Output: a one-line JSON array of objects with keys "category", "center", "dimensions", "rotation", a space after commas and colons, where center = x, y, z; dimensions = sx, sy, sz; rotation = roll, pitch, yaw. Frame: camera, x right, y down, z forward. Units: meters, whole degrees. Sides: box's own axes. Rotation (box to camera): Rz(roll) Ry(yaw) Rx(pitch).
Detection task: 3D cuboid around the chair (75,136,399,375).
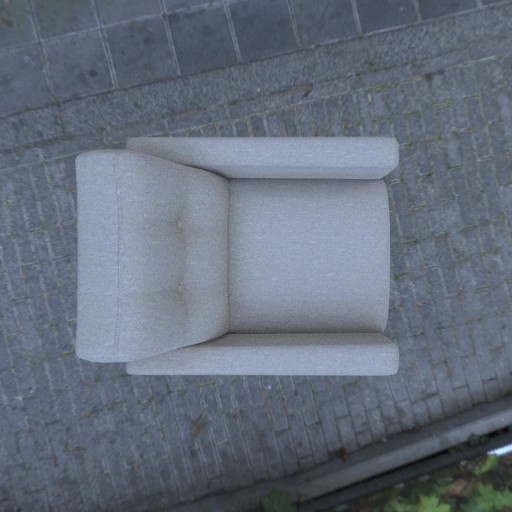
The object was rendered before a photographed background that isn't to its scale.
[{"category": "chair", "center": [0.000, 0.000, 1.807], "dimensions": [1.128, 0.965, 0.897], "rotation": [0, 90, -1]}]
